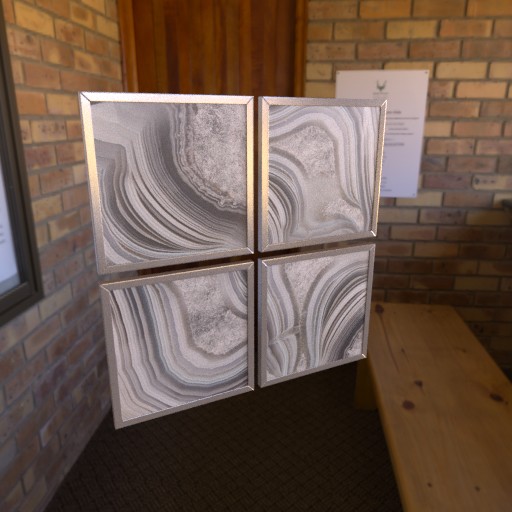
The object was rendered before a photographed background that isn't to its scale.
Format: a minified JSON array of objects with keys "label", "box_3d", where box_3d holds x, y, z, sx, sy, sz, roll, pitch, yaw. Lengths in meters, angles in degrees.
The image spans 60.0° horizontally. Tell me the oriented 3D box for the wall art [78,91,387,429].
[{"label":"wall art","box_3d":[0.000,0.000,1.650,1.118,1.118,0.029,-8,19,-25]}]
